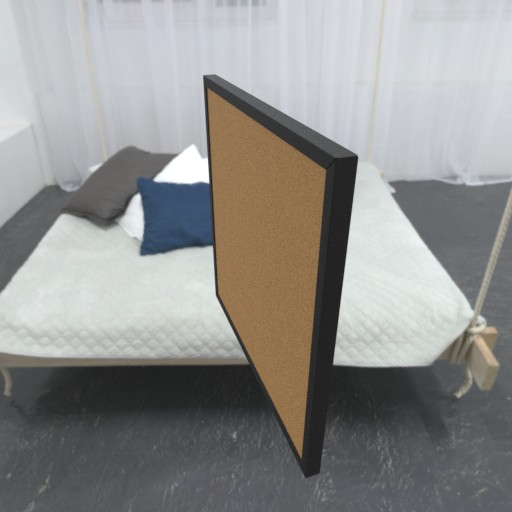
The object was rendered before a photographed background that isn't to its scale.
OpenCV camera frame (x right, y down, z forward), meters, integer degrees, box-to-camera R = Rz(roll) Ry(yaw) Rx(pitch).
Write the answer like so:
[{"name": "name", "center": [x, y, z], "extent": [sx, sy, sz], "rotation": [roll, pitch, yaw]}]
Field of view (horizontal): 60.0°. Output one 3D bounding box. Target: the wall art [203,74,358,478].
[{"name": "wall art", "center": [0.000, 0.000, 1.139], "extent": [0.037, 0.763, 0.763], "rotation": [-11, 33, -17]}]
